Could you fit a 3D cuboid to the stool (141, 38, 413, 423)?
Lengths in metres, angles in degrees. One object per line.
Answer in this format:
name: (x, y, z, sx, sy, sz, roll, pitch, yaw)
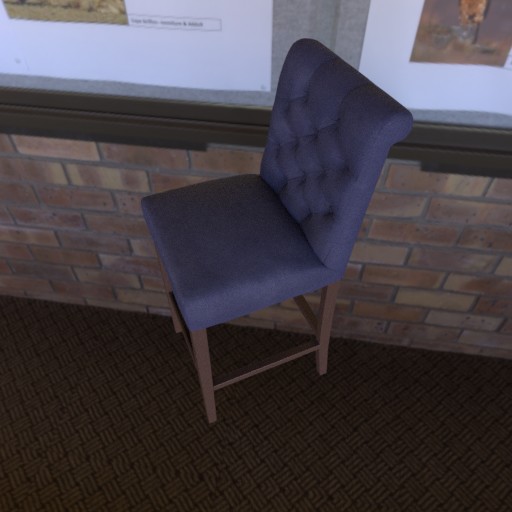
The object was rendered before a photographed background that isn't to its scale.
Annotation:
stool: (0.000, 0.000, 1.442, 0.601, 1.140, 0.493, -18, 50, -16)
